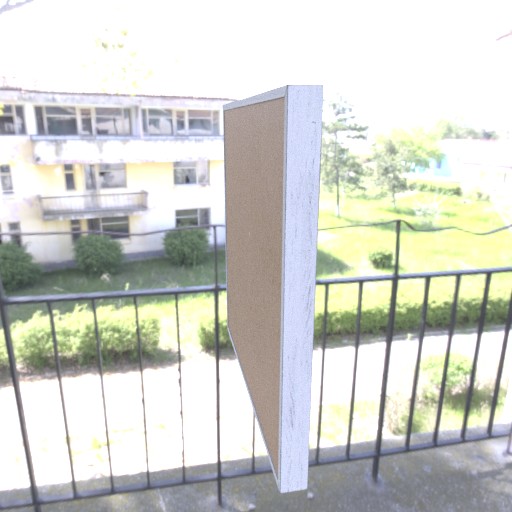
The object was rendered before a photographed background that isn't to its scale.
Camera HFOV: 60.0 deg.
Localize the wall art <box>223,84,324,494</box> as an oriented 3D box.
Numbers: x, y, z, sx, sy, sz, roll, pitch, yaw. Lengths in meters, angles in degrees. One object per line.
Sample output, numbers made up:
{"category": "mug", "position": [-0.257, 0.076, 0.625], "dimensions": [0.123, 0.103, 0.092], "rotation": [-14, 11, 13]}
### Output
{"category": "wall art", "position": [0.000, 0.000, 0.758], "dimensions": [0.038, 0.508, 0.508], "rotation": [-3, 17, -11]}
